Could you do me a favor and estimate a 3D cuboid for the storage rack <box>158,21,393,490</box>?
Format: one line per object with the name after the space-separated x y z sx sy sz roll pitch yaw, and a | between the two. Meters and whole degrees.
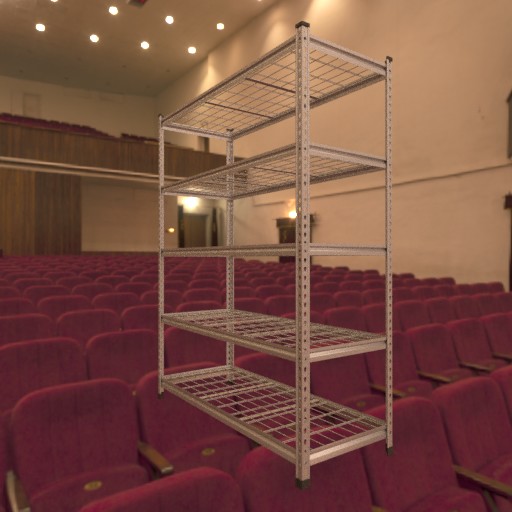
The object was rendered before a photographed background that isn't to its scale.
0.000 0.000 2.662 0.610 1.981 1.524 0 0 -36 | storage rack
